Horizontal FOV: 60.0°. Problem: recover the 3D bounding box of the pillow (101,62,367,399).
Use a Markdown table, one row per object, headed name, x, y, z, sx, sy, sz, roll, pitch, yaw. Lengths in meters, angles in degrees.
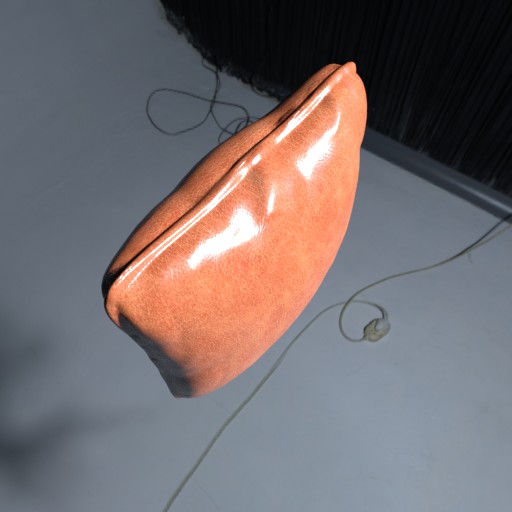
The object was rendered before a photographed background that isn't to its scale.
| name | x | y | z | sx | sy | sz | roll | pitch | yaw |
| --- | --- | --- | --- | --- | --- | --- | --- | --- | --- |
| pillow | 0.000 | 0.000 | 0.796 | 0.236 | 0.523 | 0.532 | 34 | 65 | 18 |
